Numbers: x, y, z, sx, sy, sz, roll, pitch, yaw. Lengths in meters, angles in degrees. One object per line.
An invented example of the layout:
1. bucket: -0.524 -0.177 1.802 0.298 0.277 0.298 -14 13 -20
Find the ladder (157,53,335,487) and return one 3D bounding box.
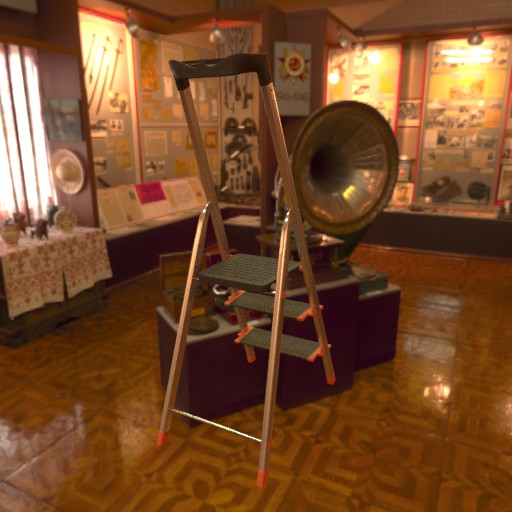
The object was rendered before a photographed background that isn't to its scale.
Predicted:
1. ladder: 0.000 0.000 1.553 0.416 1.229 0.686 8 18 27
